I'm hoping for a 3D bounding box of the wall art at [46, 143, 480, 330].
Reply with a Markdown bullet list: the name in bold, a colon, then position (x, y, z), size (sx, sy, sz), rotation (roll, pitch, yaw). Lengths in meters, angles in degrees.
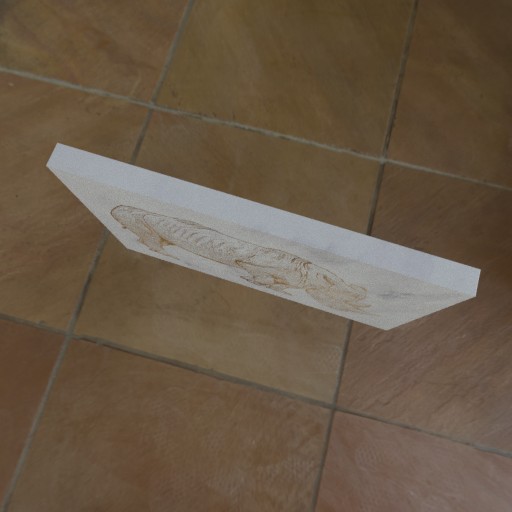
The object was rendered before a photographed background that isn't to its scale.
- **wall art**: position (0.000, 0.000, 0.800), size (0.609, 0.407, 0.038), rotation (17, 75, 5)
